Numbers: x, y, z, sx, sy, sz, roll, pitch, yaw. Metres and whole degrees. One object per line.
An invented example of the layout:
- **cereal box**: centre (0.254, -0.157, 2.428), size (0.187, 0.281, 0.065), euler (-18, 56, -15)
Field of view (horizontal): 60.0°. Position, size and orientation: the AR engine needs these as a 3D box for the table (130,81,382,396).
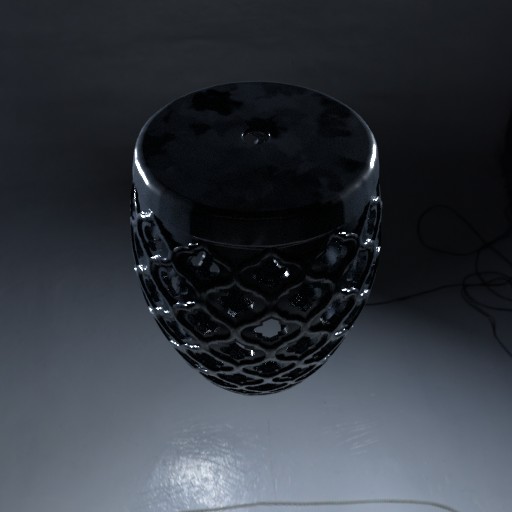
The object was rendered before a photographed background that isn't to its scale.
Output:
- **table**: centre (0.000, 0.000, 0.622), size (0.325, 0.388, 0.325), euler (0, 48, 0)
